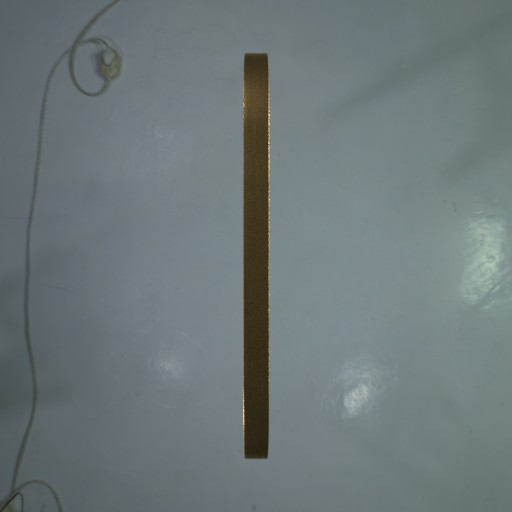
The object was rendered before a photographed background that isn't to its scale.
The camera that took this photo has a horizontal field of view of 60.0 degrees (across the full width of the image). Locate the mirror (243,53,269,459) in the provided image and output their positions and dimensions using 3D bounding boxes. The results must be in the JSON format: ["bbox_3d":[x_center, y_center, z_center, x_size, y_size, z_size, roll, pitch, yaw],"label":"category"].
[{"bbox_3d":[0.000,0.000,0.665,0.032,0.254,0.584,0,90,0],"label":"mirror"}]
